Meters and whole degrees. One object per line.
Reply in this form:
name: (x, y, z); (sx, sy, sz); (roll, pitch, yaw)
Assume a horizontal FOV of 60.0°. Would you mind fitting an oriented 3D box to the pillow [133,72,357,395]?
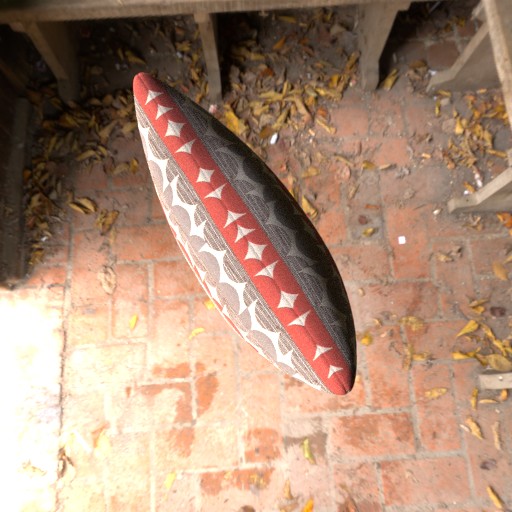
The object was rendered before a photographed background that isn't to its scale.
pillow: (0.000, 0.000, 0.655); (0.180, 0.410, 0.420); (-32, 78, -8)
